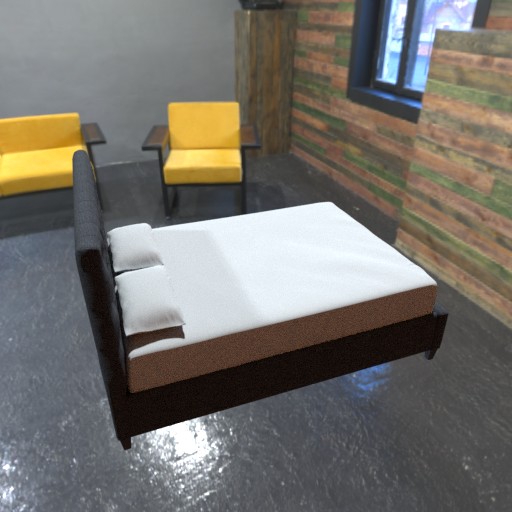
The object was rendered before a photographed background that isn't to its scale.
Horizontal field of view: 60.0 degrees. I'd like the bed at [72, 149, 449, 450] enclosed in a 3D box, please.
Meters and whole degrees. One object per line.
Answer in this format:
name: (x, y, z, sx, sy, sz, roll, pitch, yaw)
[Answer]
bed: (0.000, 0.000, 3.392, 2.387, 1.427, 1.698, -10, 31, -17)
